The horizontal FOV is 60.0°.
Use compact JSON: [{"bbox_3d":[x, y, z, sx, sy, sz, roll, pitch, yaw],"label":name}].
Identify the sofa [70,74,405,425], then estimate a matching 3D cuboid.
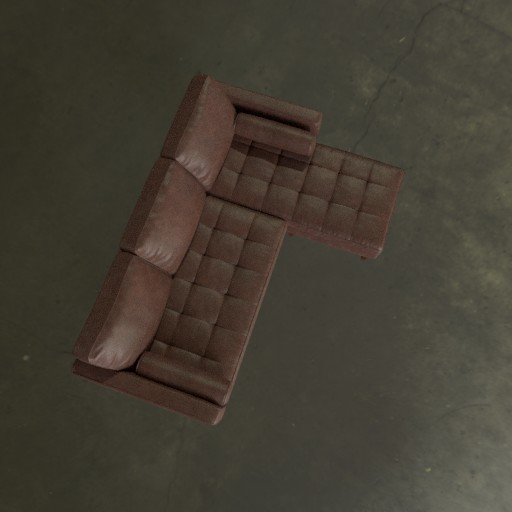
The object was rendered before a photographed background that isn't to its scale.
[{"bbox_3d":[0.000,0.000,2.972,1.613,0.841,2.185,18,76,5],"label":"sofa"}]
